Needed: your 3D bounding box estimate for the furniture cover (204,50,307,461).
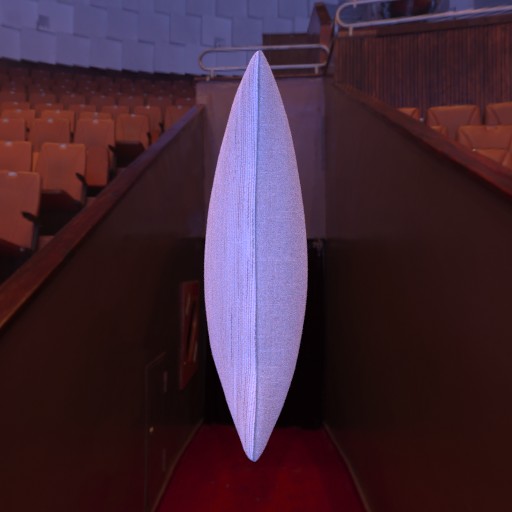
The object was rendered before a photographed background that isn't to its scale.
[{"bbox_3d":[0.000,0.000,0.792,0.178,0.506,0.512,0,-1,0],"label":"furniture cover"}]
